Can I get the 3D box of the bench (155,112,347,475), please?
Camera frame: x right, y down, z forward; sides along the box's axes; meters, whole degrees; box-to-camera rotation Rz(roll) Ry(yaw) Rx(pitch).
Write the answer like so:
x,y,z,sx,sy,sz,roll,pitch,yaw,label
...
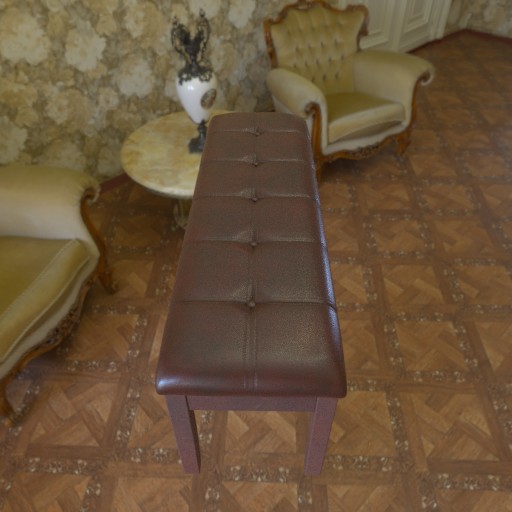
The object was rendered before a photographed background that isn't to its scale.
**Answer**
x,y,z,sx,sy,sz,roll,pitch,yaw,label
0.000,0.000,1.491,0.401,0.491,1.259,1,42,1,bench
